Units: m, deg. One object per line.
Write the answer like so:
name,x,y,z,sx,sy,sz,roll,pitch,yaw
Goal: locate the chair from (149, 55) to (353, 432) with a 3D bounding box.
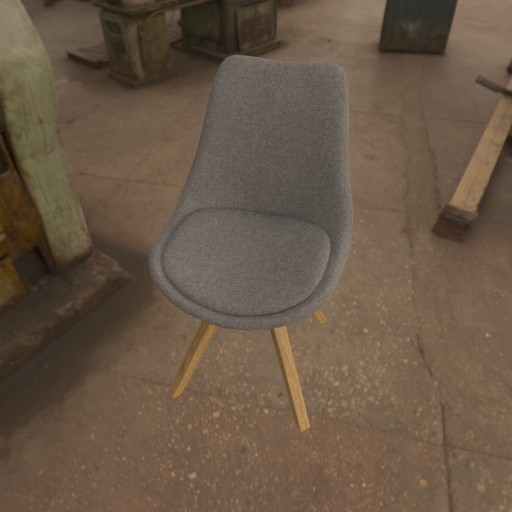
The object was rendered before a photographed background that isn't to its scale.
chair,0.000,0.000,1.194,0.483,0.865,0.550,10,42,12
